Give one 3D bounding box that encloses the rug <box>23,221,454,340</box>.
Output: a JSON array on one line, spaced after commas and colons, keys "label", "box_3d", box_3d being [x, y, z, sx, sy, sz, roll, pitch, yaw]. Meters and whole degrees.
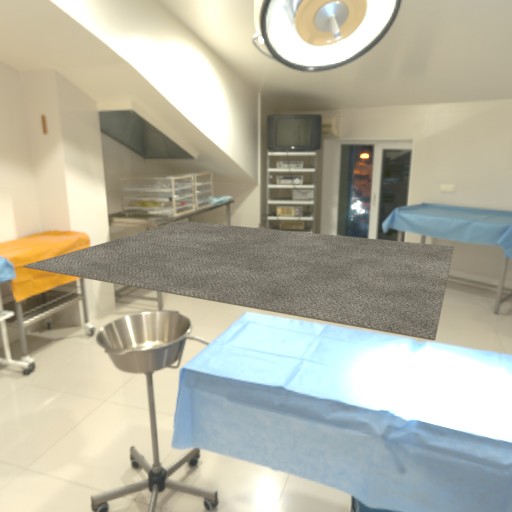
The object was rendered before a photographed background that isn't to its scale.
[{"label": "rug", "box_3d": [0.000, 0.000, 2.800, 2.235, 0.008, 1.600, 7, 16, 25]}]
